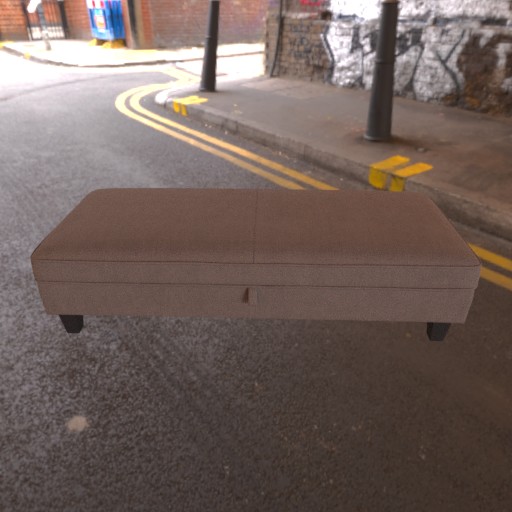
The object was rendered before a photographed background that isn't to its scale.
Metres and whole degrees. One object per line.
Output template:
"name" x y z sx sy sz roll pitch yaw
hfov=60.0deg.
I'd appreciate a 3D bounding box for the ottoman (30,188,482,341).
"ottoman" 0.000 0.000 2.057 1.764 0.470 0.751 1 30 2
